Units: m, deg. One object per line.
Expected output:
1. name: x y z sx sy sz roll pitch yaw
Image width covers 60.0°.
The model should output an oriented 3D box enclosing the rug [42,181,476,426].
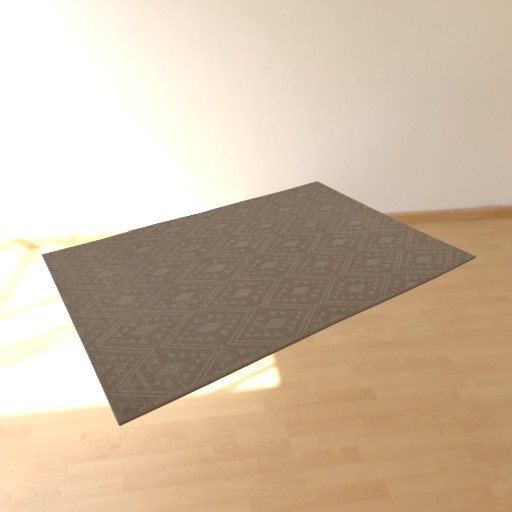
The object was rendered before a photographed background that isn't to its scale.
1. rug: 0.000 0.000 2.255 1.829 0.034 1.252 -18 35 -28
